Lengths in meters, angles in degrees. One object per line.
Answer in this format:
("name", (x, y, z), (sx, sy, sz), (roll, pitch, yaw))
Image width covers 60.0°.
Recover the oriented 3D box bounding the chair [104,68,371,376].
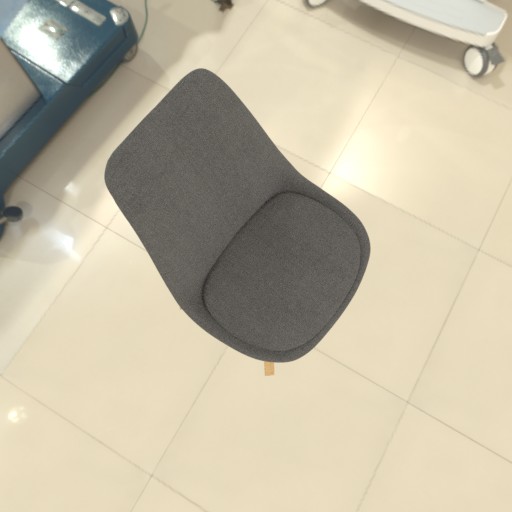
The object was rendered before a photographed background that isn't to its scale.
("chair", (0.000, 0.000, 1.209), (0.550, 0.850, 0.485), (36, 77, 9))
